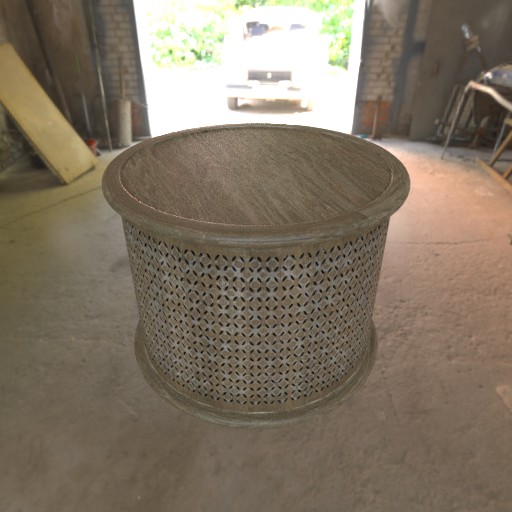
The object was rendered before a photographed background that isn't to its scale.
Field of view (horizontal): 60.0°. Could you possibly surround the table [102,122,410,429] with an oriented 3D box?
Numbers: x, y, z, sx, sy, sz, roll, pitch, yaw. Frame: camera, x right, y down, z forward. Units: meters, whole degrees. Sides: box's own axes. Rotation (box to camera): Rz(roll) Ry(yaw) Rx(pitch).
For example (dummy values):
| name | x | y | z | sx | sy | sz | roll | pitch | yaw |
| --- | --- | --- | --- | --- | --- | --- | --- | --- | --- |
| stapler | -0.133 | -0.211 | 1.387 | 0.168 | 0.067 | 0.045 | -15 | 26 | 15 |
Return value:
| name | x | y | z | sx | sy | sz | roll | pitch | yaw |
| --- | --- | --- | --- | --- | --- | --- | --- | --- | --- |
| table | 0.000 | 0.000 | 1.022 | 0.607 | 0.450 | 0.607 | 0 | 32 | 0 |
